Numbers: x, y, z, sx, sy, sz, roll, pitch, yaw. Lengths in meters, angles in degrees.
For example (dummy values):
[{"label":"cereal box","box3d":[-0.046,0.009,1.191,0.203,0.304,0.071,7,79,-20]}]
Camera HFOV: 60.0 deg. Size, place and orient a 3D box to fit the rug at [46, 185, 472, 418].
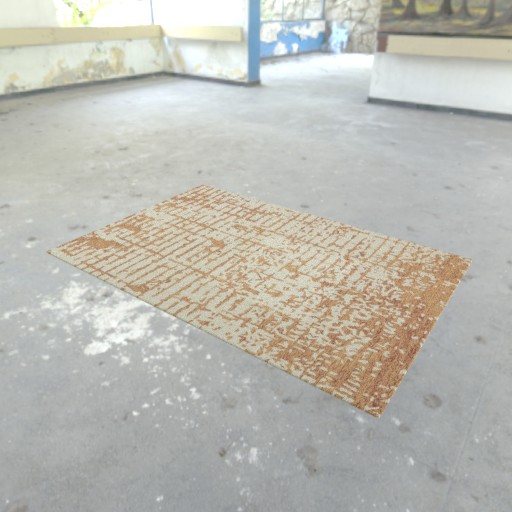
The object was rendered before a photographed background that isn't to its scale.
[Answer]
[{"label":"rug","box3d":[0.000,0.000,2.280,1.829,0.011,1.219,20,35,31]}]
